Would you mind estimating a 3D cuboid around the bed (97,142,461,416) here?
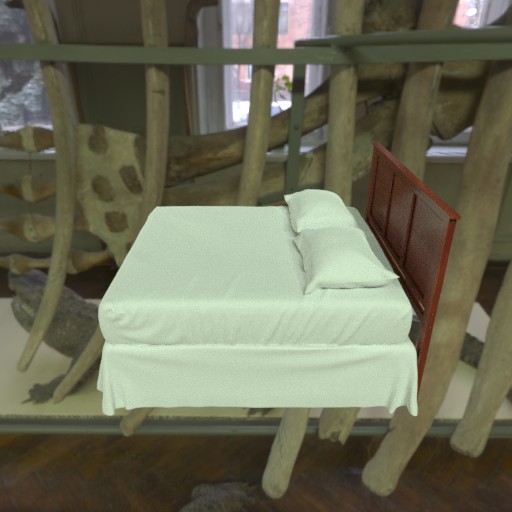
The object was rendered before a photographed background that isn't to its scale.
[{"bbox_3d":[0.000,0.000,3.211,2.050,1.270,1.870,0,27,0],"label":"bed"}]
